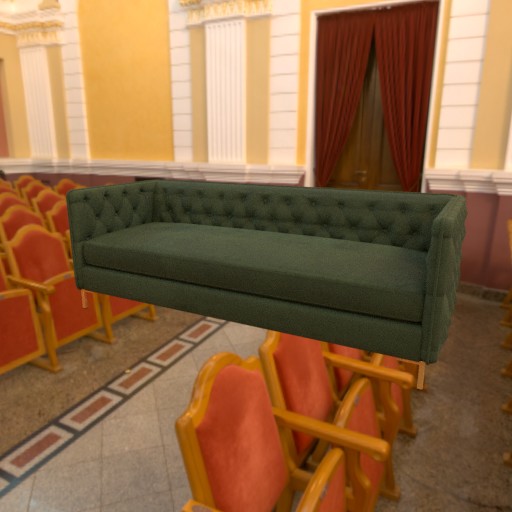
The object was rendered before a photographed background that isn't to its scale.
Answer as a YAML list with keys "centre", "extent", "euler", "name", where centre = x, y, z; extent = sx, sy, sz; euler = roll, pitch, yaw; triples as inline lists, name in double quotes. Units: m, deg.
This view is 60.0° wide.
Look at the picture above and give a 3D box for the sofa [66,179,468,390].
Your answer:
- centre: [0.000, 0.000, 2.651]
  extent: [2.209, 0.771, 0.895]
  euler: [8, 17, 27]
  name: "sofa"
